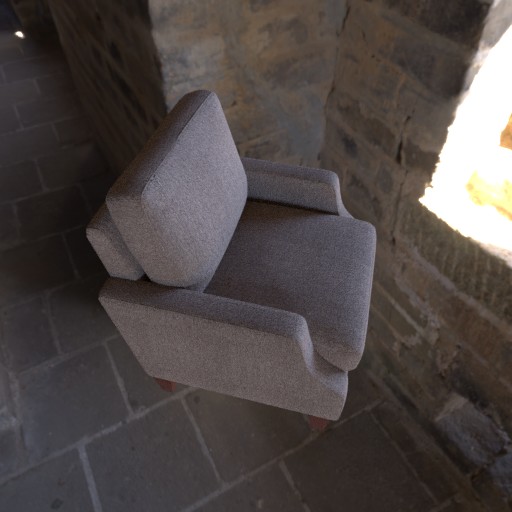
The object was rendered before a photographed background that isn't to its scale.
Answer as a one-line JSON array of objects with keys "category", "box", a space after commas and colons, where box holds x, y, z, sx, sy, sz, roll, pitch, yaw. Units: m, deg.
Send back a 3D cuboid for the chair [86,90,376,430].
[{"category": "chair", "box": [0.000, 0.000, 1.697, 0.897, 0.993, 0.855, 11, 48, 10]}]
